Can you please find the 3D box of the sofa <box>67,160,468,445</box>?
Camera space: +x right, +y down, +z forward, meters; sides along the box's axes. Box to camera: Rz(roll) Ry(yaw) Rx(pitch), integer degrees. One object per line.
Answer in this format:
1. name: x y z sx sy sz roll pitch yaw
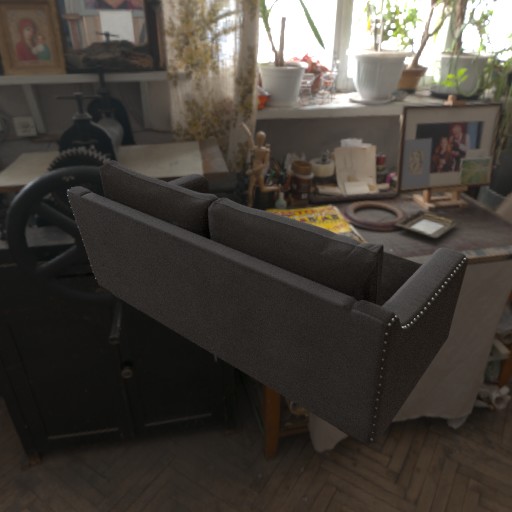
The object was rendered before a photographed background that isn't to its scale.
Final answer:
1. sofa: 0.000 0.000 3.218 2.550 1.196 1.336 22 36 33
